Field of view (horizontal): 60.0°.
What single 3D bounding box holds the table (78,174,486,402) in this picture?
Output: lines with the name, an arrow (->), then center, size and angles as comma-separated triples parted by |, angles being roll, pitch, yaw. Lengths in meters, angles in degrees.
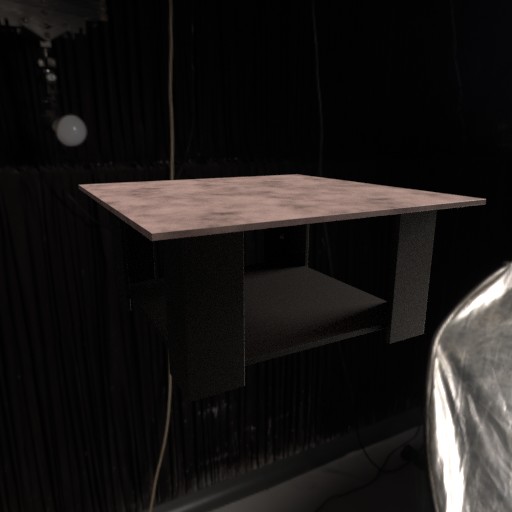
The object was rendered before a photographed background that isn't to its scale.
table -> 0.000, 0.000, 1.043 | 0.670, 0.305, 0.670 | -8, 17, -28
